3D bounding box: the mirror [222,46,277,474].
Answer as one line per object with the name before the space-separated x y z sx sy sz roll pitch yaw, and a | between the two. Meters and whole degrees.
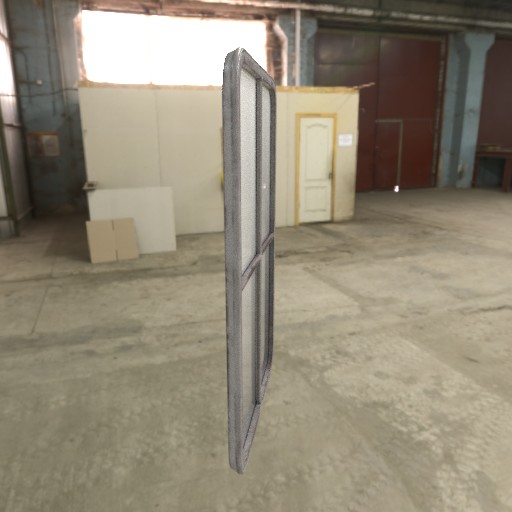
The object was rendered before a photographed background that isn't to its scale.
mirror | 0.000 0.000 0.892 0.024 0.713 0.461 2 15 9
